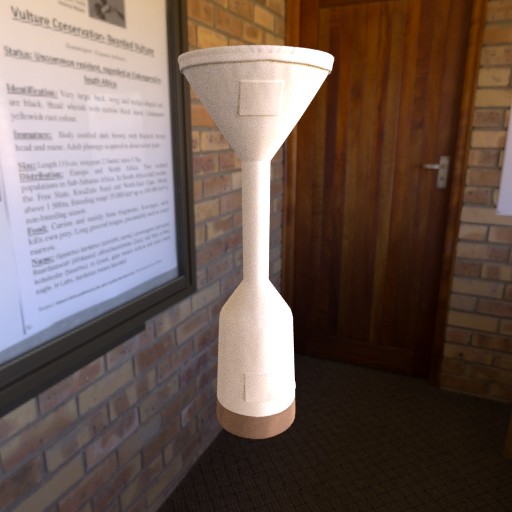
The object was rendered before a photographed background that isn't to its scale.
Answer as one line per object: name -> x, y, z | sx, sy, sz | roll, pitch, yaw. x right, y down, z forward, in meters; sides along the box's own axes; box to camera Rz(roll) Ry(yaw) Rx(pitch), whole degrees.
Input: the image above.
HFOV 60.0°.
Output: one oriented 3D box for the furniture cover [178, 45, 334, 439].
furniture cover -> 0.000, 0.000, 2.939 | 0.914, 2.413, 0.914 | -2, 16, -7
